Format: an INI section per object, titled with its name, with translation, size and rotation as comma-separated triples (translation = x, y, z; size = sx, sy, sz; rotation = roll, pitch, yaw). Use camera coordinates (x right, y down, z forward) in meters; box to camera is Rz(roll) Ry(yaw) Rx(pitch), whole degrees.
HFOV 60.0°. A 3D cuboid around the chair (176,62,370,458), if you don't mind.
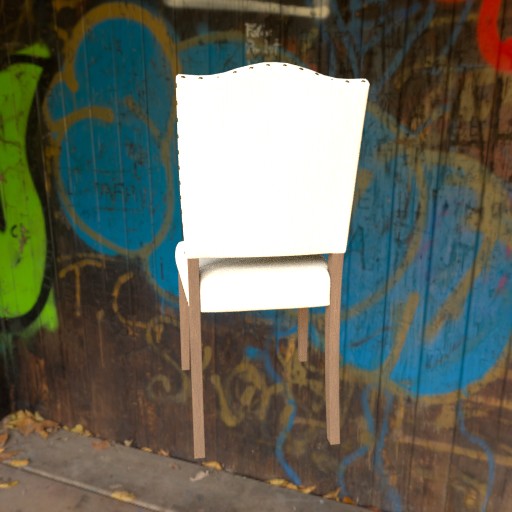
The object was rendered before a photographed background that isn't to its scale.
[chair]
translation = 0.000, 0.000, 1.368
size = 0.508, 1.015, 0.619
rotation = -2, 14, -8
